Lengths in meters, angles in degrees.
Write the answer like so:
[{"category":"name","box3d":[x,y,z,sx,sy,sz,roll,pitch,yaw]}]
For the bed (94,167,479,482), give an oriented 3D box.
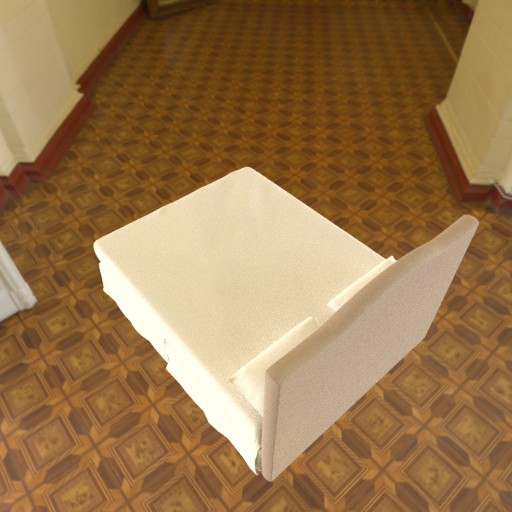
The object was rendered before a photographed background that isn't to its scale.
[{"category":"bed","box3d":[0.000,0.000,3.402,1.821,1.436,2.282,-32,54,-27]}]
